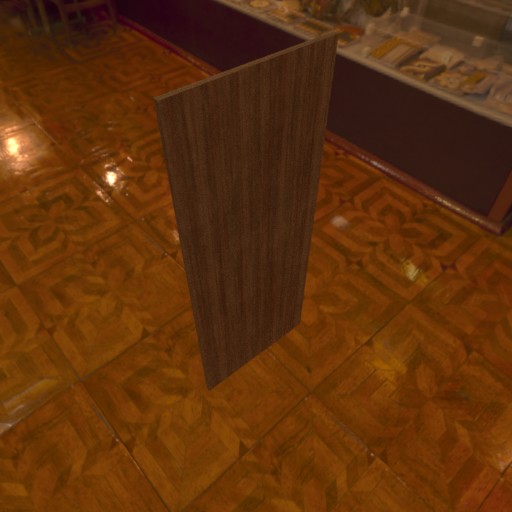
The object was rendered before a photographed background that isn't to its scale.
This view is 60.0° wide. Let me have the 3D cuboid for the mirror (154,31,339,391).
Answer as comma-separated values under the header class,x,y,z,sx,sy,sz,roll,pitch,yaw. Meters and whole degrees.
class,x,y,z,sx,sy,sz,roll,pitch,yaw
mirror,0.000,0.000,2.310,0.812,2.032,0.025,-32,55,-25
